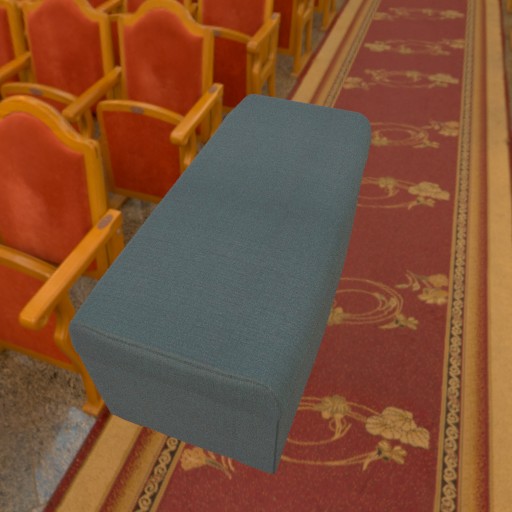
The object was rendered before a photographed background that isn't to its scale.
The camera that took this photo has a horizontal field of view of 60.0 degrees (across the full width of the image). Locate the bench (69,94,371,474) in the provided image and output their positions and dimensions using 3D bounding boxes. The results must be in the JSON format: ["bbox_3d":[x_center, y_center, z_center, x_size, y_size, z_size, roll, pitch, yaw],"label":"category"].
[{"bbox_3d":[0.000,0.000,1.252,0.476,0.474,0.995,14,48,13],"label":"bench"}]
